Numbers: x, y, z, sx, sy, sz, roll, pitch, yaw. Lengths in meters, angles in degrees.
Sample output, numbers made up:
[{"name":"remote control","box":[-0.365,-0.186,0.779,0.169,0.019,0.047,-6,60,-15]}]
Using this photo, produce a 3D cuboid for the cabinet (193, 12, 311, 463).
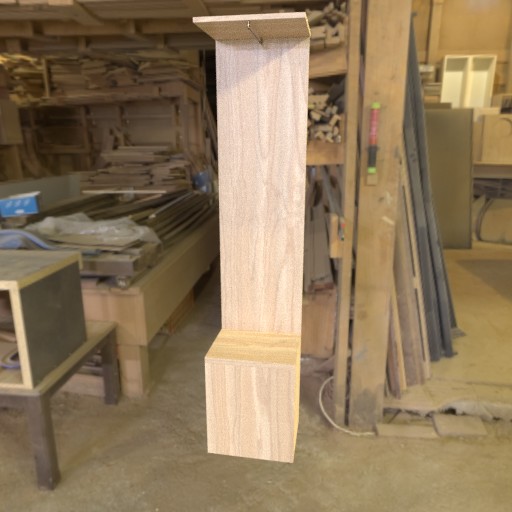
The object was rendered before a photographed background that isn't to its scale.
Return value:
[{"name":"cabinet","box":[0.000,0.000,1.991,0.411,1.879,0.338,3,15,10]}]
